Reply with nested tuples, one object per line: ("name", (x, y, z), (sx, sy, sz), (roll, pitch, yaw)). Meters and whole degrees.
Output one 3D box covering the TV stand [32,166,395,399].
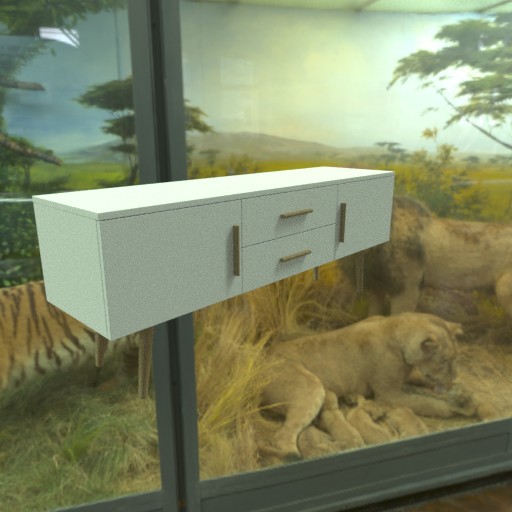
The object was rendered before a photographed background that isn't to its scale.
("TV stand", (0.000, 0.000, 1.671), (0.401, 0.560, 1.398), (15, 22, 42))
